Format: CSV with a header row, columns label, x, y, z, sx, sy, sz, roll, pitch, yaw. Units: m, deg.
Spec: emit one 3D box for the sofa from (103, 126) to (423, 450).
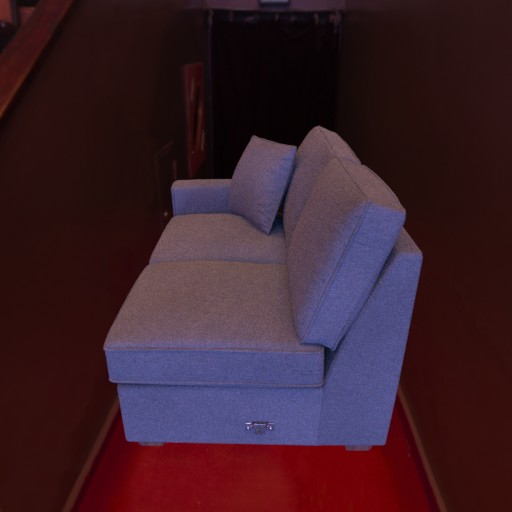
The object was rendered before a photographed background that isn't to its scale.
label,x,y,z,sx,sy,sz,roll,pitch,yaw
sofa,0.000,0.000,2.014,0.991,0.989,1.388,0,26,1
